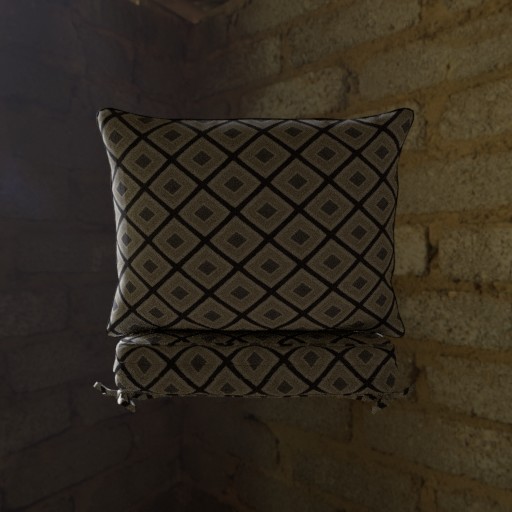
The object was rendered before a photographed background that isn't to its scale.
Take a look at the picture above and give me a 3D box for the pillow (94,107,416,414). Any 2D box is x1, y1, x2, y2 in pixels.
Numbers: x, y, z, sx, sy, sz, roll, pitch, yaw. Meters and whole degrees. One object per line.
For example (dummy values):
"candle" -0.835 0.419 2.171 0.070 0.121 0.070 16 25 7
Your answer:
"pillow" 0.000 0.000 1.349 0.798 0.722 0.733 0 1 1
